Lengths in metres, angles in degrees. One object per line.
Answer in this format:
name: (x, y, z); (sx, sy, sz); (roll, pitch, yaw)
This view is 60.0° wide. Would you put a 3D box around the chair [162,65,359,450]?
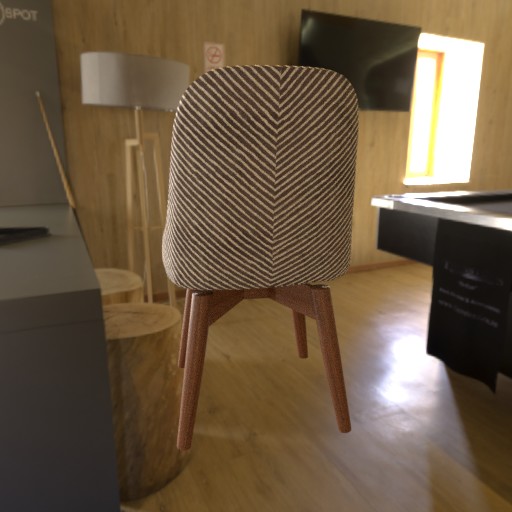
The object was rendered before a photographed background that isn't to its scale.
chair: (0.000, 0.000, 1.218); (0.504, 0.883, 0.591); (-2, 14, -9)
